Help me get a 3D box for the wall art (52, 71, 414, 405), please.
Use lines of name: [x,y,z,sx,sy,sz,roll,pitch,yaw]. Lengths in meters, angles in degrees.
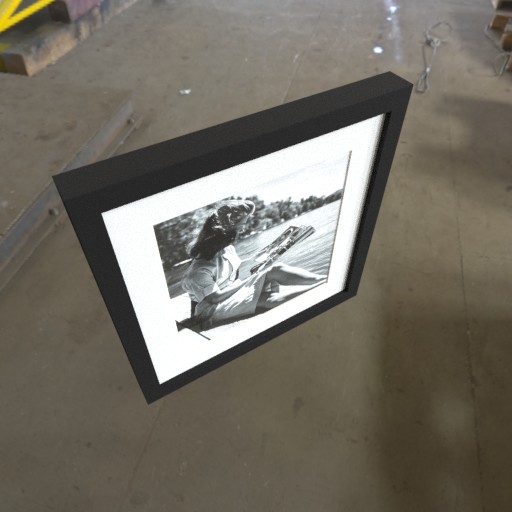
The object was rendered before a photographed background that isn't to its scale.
wall art: [0.000,0.000,0.460,0.308,0.305,0.030,-24,52,-20]
